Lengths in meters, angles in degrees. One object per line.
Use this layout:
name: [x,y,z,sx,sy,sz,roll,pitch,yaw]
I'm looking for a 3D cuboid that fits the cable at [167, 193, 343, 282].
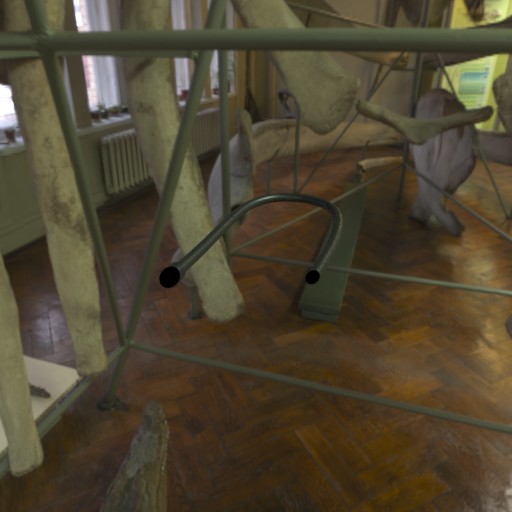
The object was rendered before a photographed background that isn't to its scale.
cable: [0.000,0.000,0.110,0.040,0.006,0.098,9,27,17]
